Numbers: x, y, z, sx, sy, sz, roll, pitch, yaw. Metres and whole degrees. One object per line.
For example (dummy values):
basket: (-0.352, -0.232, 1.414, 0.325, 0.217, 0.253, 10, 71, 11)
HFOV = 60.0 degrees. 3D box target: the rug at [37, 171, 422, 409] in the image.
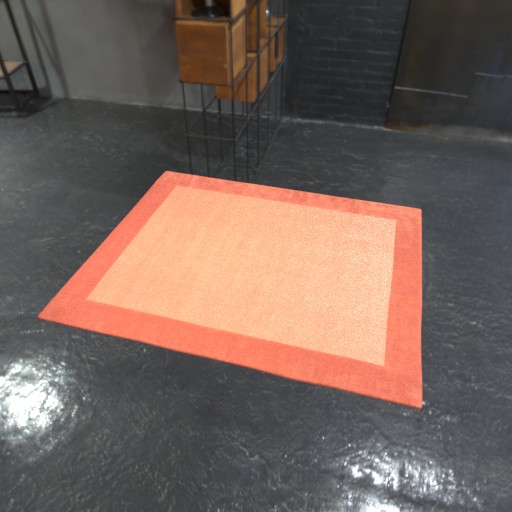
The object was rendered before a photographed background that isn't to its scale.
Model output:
rug: (0.000, 0.000, 4.132, 2.976, 0.018, 2.430, 10, 42, 12)
